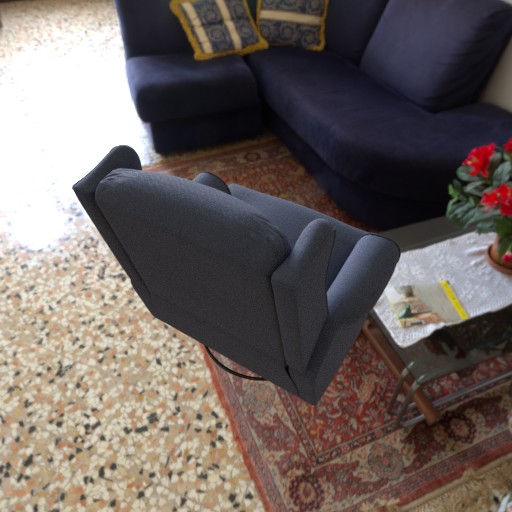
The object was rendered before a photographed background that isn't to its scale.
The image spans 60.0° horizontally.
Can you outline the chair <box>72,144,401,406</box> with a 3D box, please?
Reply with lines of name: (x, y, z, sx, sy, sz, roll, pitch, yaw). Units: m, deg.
chair: (0.000, 0.000, 1.727, 0.971, 1.020, 0.877, 24, 49, 22)
